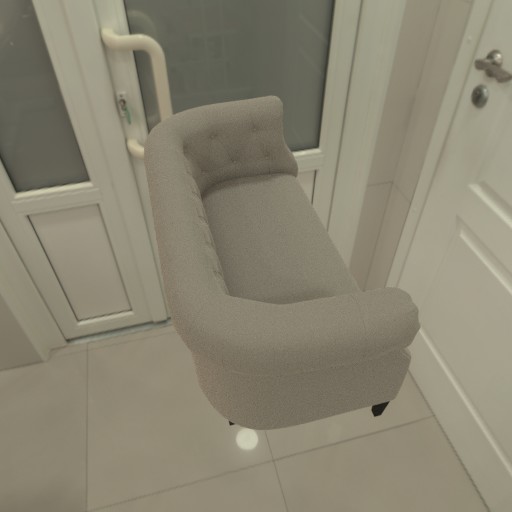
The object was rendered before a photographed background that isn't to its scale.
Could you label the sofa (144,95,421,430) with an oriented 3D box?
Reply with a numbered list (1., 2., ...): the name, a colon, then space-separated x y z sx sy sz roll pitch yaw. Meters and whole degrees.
1. sofa: 0.000 0.000 2.033 0.835 0.827 1.558 -11 46 -10
